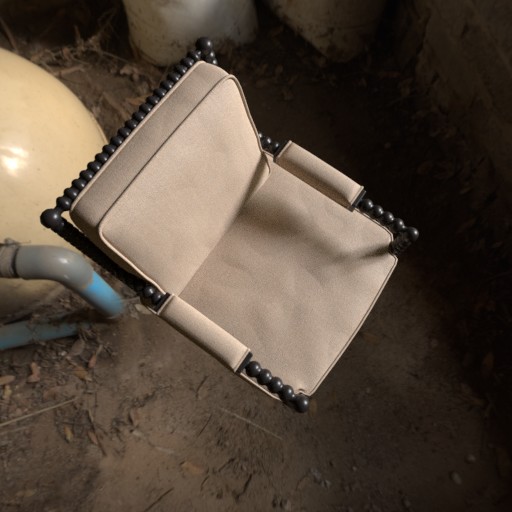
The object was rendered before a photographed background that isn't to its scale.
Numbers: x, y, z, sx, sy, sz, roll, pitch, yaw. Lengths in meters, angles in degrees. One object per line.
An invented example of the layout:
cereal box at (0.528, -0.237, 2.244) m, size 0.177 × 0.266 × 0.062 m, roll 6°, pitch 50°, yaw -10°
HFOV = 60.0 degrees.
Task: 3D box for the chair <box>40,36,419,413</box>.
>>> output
chair at (0.000, 0.000, 1.169) m, size 0.657 × 0.703 × 0.555 m, roll 34°, pitch 77°, yaw 9°
